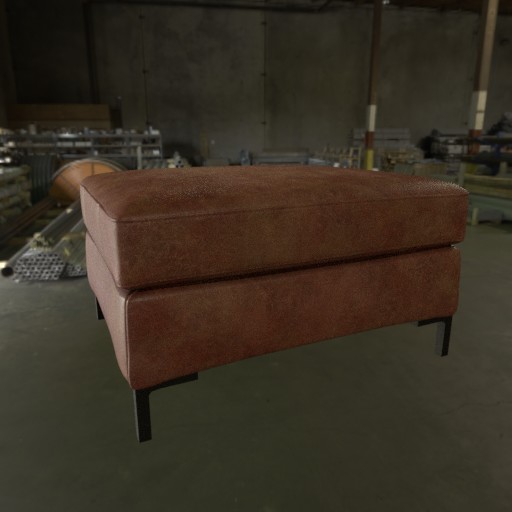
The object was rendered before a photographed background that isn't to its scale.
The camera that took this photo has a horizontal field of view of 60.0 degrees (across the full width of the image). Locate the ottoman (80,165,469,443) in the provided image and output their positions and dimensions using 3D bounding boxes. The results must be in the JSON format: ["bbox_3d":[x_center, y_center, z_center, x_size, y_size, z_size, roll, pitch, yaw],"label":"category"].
[{"bbox_3d":[0.000,0.000,1.728,1.186,0.667,0.965,-7,17,-25],"label":"ottoman"}]
